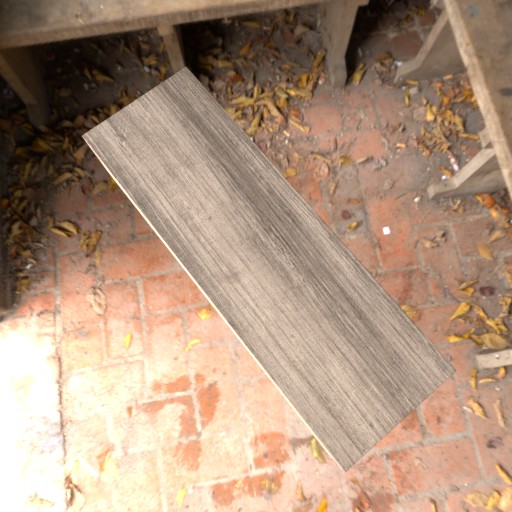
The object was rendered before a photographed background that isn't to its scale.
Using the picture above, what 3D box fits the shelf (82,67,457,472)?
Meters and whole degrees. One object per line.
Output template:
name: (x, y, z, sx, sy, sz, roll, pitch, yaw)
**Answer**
shelf: (0.000, 0.000, 0.698, 0.200, 0.125, 0.610, -38, 78, -9)
